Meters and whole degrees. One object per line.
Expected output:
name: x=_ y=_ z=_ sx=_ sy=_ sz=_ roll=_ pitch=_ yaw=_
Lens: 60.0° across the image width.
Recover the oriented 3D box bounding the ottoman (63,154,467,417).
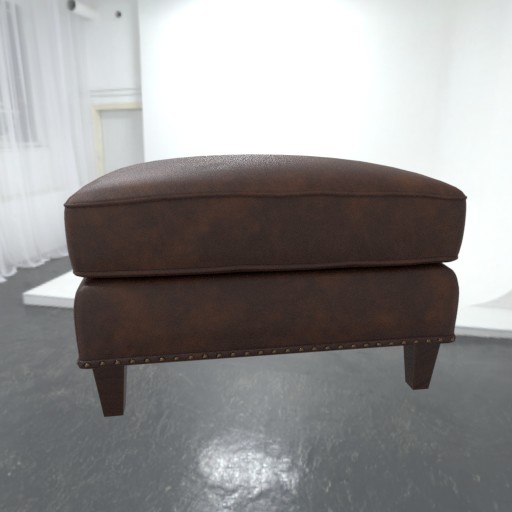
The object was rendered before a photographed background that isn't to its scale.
ottoman: x=0.000 y=0.000 z=1.087 sx=0.742 sy=0.486 sz=0.586 roll=-2 pitch=14 yaw=-8
